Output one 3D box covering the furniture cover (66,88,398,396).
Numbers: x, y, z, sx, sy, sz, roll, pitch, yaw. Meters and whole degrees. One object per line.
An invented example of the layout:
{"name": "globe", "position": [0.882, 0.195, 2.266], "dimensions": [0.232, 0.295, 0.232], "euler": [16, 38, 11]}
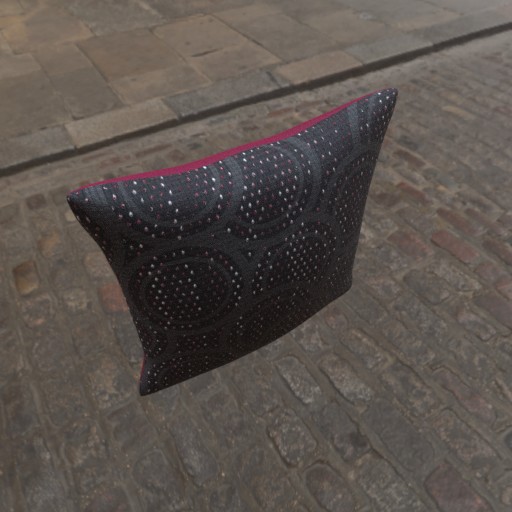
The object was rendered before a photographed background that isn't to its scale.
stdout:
{"name": "furniture cover", "position": [0.000, 0.000, 0.815], "dimensions": [0.552, 0.509, 0.193], "euler": [-24, 50, -22]}
